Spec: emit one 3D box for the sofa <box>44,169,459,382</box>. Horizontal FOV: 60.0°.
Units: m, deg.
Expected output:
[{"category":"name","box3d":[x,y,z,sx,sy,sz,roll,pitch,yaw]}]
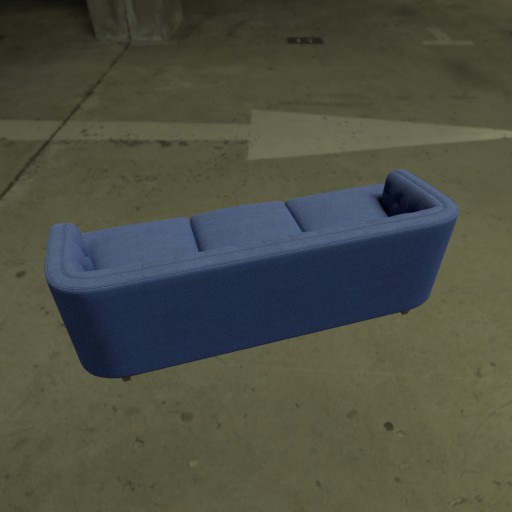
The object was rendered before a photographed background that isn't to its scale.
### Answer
[{"category":"sofa","box3d":[0.000,0.000,2.663,2.235,0.787,0.914,-11,41,-13]}]
